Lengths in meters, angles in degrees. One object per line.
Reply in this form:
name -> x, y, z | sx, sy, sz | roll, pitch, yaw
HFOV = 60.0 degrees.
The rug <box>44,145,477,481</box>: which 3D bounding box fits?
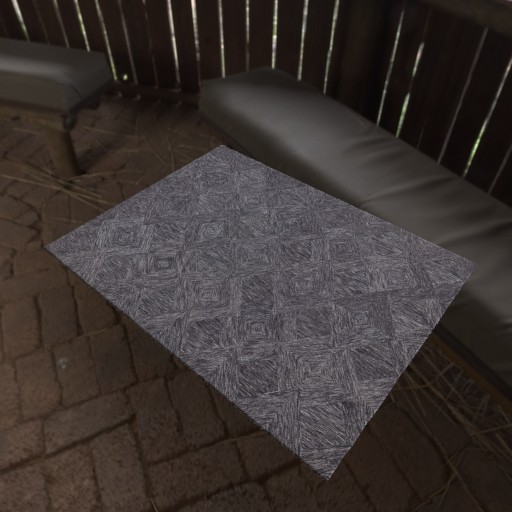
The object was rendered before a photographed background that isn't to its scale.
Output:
rug -> 0.000, 0.000, 4.098 | 3.204, 0.017, 2.448 | 31, 52, 28
